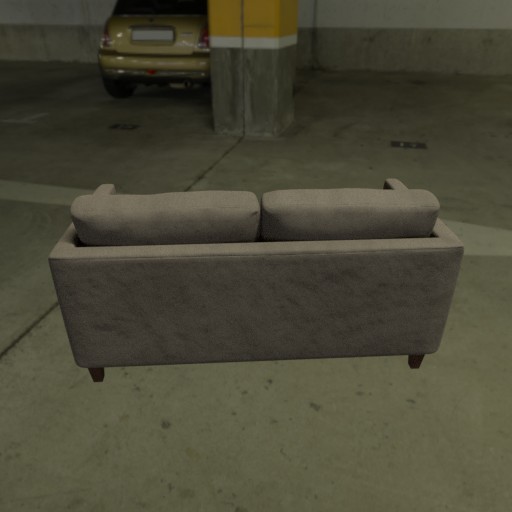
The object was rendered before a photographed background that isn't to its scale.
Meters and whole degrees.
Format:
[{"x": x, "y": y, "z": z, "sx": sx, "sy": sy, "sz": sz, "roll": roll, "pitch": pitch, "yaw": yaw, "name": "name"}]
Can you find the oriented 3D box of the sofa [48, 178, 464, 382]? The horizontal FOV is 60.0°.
[{"x": 0.000, "y": 0.000, "z": 2.486, "sx": 1.884, "sy": 0.963, "sz": 0.950, "roll": -2, "pitch": 29, "yaw": -3, "name": "sofa"}]
